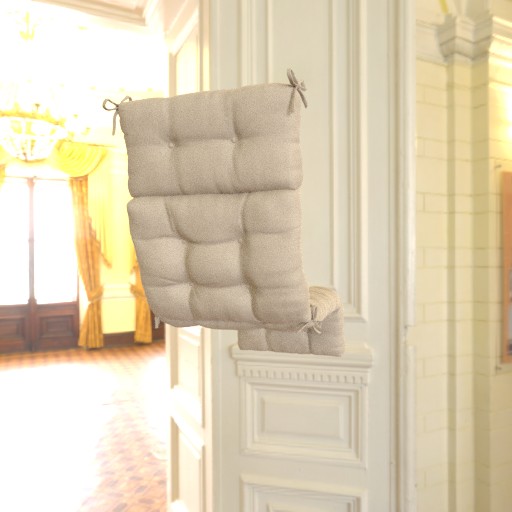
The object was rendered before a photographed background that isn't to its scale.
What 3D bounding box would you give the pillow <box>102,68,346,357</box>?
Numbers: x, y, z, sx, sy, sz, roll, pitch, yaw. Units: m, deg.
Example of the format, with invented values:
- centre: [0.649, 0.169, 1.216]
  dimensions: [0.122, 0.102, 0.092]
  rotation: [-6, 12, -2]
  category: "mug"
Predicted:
- centre: [0.000, 0.000, 1.528]
  dimensions: [0.526, 0.863, 1.016]
  rotation: [0, 0, 18]
  category: "pillow"
